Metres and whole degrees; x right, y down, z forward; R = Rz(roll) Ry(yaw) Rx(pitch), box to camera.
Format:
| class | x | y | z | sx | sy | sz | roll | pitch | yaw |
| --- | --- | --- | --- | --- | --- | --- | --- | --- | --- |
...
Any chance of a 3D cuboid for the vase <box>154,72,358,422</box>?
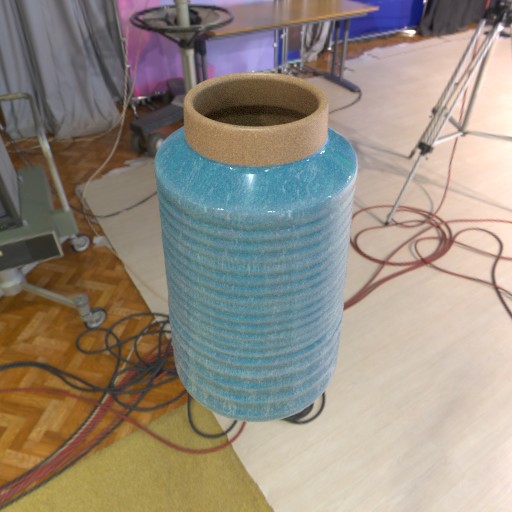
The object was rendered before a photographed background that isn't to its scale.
| class | x | y | z | sx | sy | sz | roll | pitch | yaw |
| --- | --- | --- | --- | --- | --- | --- | --- | --- | --- |
| vase | 0.000 | 0.000 | 0.366 | 0.163 | 0.267 | 0.163 | 0 | 42 | 0 |
